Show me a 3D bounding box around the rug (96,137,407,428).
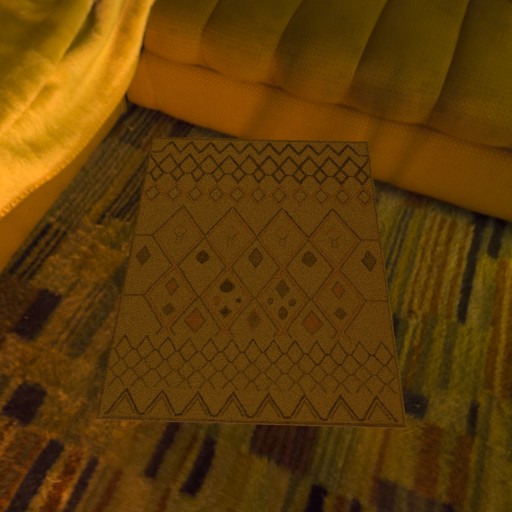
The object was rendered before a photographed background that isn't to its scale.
[{"bbox_3d":[0.000,0.000,4.244,2.441,0.016,3.050,1,60,1],"label":"rug"}]
